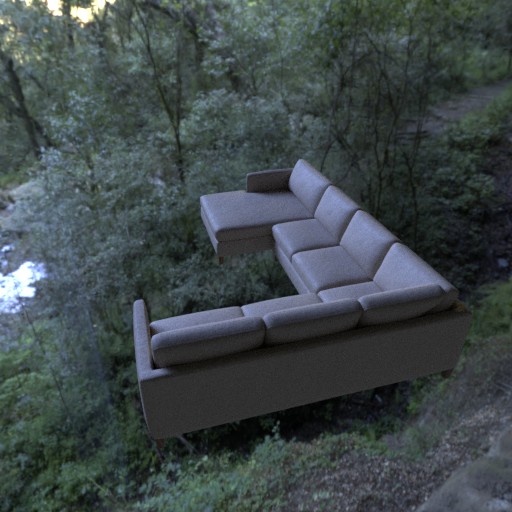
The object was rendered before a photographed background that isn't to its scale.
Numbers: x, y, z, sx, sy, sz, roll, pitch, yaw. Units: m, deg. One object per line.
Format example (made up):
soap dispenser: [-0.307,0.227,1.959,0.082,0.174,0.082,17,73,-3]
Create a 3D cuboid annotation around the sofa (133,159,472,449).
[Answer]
sofa: [0.000,0.000,4.604,2.551,0.889,3.403,-9,32,-14]
